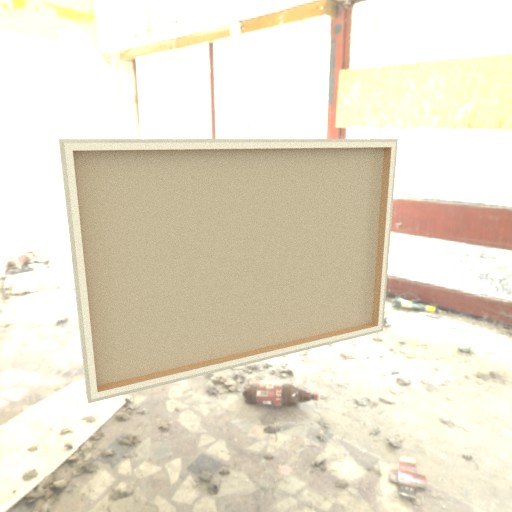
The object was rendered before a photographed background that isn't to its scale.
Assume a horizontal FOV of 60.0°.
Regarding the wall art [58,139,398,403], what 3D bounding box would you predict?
[{"bbox_3d":[0.000,0.000,1.194,0.915,0.610,0.038,-7,16,-26],"label":"wall art"}]
